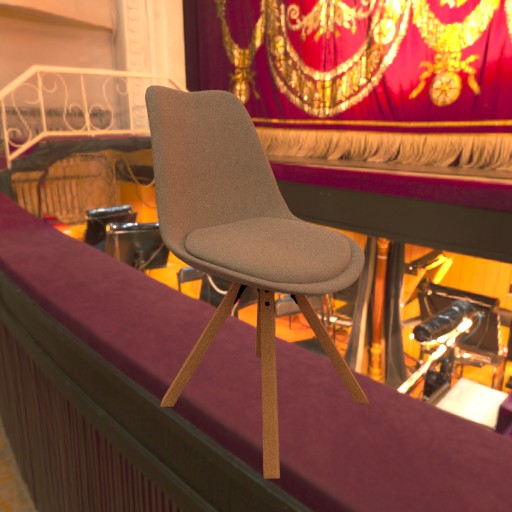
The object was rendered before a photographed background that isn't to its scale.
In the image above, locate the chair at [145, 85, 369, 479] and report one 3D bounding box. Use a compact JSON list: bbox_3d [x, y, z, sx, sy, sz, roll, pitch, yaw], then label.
[{"bbox_3d":[0.000,0.000,1.173,0.549,0.863,0.474,15,22,42],"label":"chair"}]
